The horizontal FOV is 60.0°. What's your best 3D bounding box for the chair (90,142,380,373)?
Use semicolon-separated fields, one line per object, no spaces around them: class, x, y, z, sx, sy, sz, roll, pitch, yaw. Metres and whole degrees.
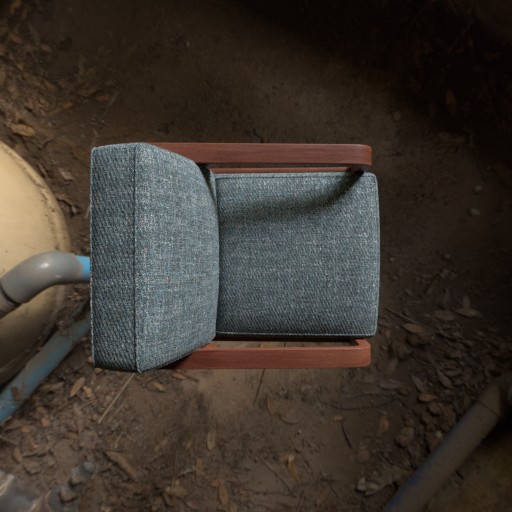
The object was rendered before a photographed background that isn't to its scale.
chair;0.000;0.000;1.535;0.889;0.864;0.719;0;91;2
